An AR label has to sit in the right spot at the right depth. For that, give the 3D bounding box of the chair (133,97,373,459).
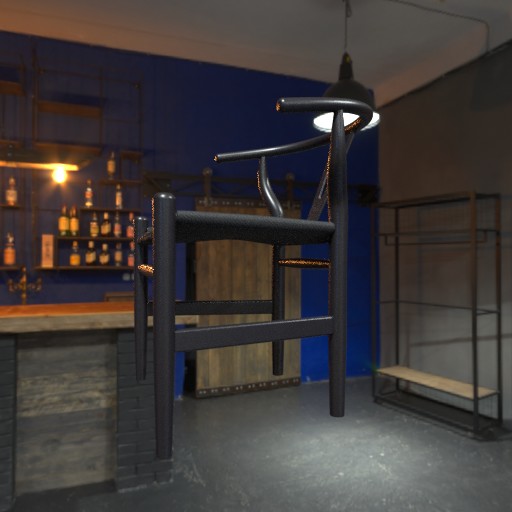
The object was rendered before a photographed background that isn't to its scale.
[{"bbox_3d":[0.000,0.000,1.147,0.579,0.730,0.569,0,0,-19],"label":"chair"}]
